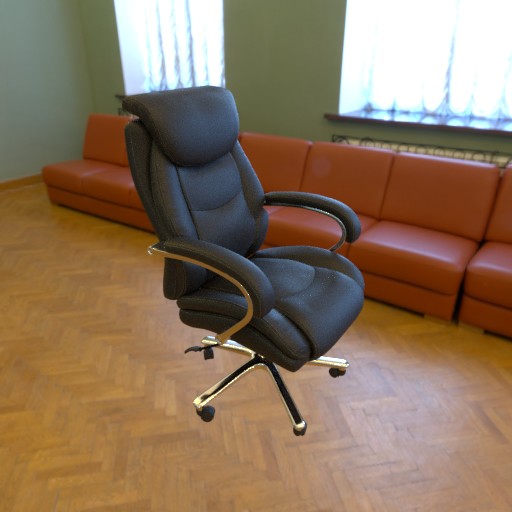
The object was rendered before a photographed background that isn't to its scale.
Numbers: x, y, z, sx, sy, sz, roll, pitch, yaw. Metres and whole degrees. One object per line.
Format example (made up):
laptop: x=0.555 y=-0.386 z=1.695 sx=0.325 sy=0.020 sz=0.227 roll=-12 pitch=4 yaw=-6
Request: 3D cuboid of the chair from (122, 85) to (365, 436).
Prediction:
chair: x=0.000 y=0.000 z=1.711 sx=0.790 sy=1.183 sz=0.755 roll=16 pitch=30 yaw=30
